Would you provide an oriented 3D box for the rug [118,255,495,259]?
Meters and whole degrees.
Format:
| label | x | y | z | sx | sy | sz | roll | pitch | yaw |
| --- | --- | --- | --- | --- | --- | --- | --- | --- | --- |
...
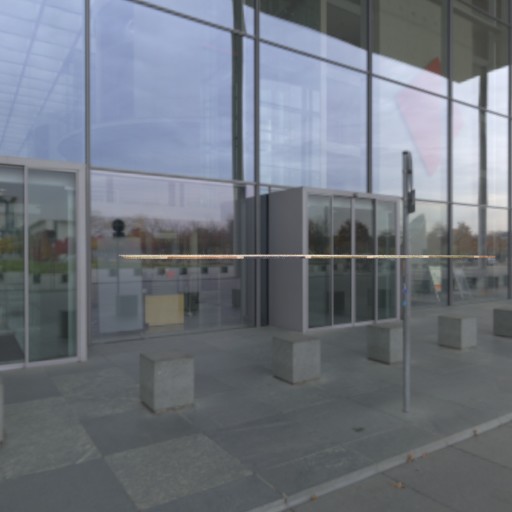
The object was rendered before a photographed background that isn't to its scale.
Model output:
| label | x | y | z | sx | sy | sz | roll | pitch | yaw |
| --- | --- | --- | --- | --- | --- | --- | --- | --- | --- |
| rug | 0.000 | 0.000 | 4.180 | 2.439 | 0.013 | 3.200 | 0 | 0 | -18 |
